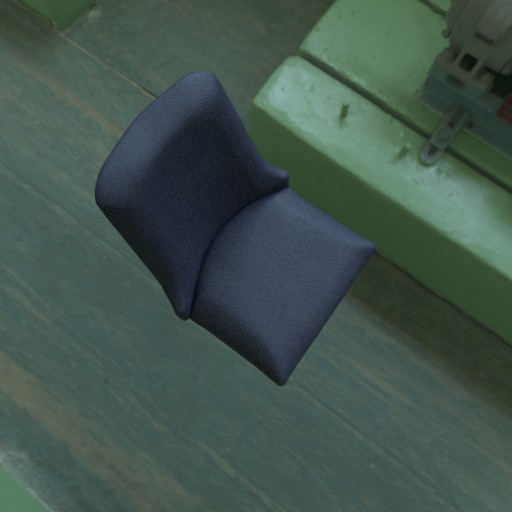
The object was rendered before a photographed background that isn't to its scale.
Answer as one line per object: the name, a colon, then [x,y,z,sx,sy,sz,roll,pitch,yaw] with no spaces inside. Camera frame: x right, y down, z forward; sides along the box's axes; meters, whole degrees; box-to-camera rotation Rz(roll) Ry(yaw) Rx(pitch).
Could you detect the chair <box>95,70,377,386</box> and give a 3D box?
chair: [0.000,0.000,1.195,0.567,0.820,0.504,35,78,9]
